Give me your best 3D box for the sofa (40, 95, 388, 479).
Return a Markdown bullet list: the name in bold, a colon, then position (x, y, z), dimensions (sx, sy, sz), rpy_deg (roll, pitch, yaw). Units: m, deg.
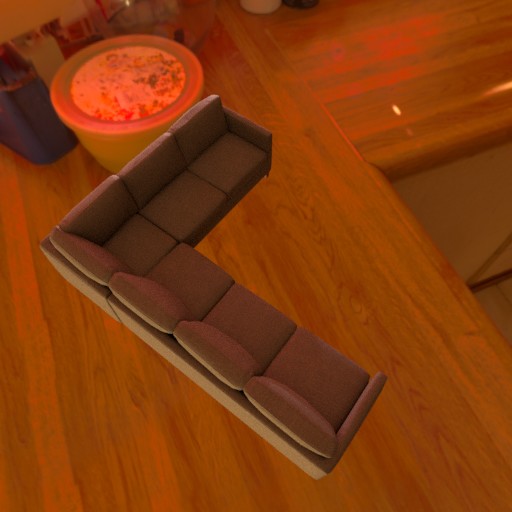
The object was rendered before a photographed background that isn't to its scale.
- **sofa**: position (0.000, 0.000, 4.422), dimensions (3.302, 0.947, 2.593), rpy_deg (33, 65, 18)
